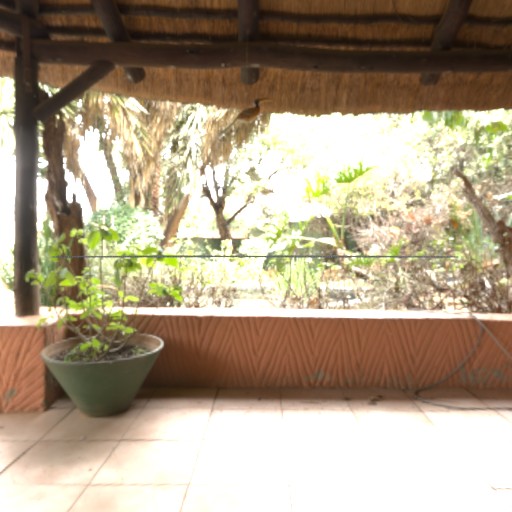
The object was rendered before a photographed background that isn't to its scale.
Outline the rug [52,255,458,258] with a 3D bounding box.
[{"bbox_3d":[0.000,0.000,4.237,2.443,0.007,3.200,0,0,0],"label":"rug"}]
